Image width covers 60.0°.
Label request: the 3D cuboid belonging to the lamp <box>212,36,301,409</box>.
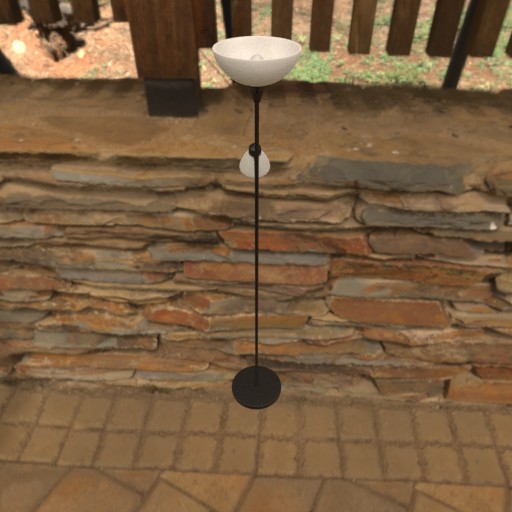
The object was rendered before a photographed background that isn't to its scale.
[{"bbox_3d":[0.000,0.000,2.000,0.279,1.804,0.442,-1,40,-1],"label":"lamp"}]
